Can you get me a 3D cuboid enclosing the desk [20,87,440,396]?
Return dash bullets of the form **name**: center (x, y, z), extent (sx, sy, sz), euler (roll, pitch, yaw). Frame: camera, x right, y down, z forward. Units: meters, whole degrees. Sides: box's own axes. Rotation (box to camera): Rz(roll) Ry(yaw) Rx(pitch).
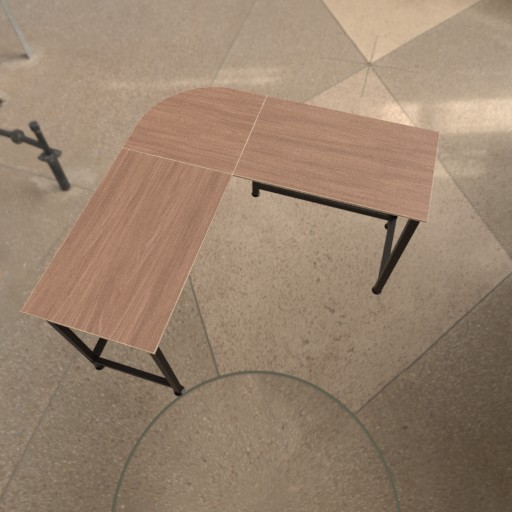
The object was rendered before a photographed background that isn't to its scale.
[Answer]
- **desk**: center (0.000, 0.000, 2.206), extent (1.400, 0.762, 1.400), euler (15, 61, 9)
